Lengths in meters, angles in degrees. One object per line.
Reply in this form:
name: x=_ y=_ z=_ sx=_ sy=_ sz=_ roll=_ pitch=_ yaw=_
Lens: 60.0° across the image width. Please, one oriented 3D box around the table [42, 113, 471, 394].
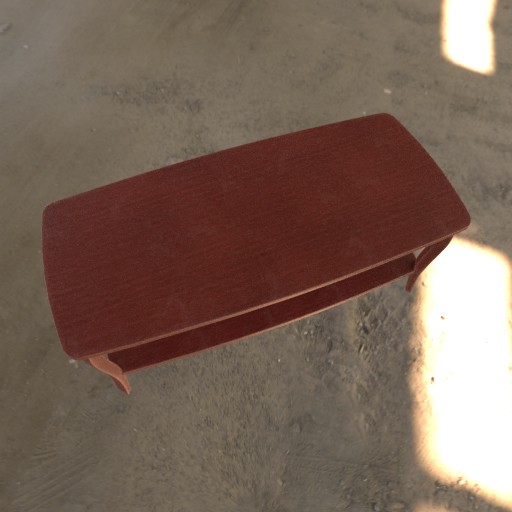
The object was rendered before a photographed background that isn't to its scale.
table: x=0.000 y=0.000 z=1.505 sx=1.216 sy=0.473 sz=0.561 roll=-18 pitch=60 yaw=-10
